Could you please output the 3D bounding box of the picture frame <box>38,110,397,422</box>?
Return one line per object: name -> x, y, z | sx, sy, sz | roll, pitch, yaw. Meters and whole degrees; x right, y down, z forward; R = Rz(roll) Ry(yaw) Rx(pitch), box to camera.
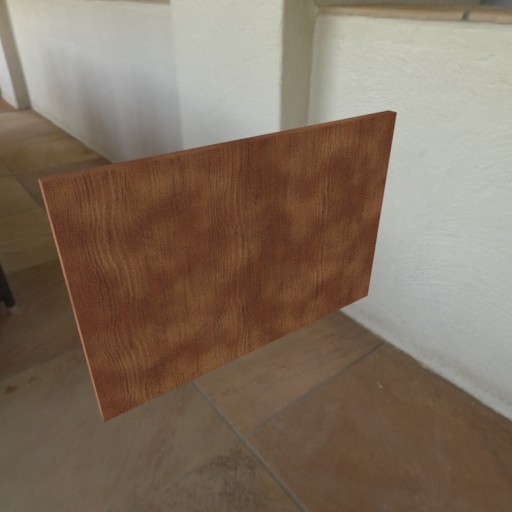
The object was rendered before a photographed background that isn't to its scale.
picture frame -> 0.000, 0.000, 1.198 | 0.950, 0.640, 0.029 | -20, 36, -29
